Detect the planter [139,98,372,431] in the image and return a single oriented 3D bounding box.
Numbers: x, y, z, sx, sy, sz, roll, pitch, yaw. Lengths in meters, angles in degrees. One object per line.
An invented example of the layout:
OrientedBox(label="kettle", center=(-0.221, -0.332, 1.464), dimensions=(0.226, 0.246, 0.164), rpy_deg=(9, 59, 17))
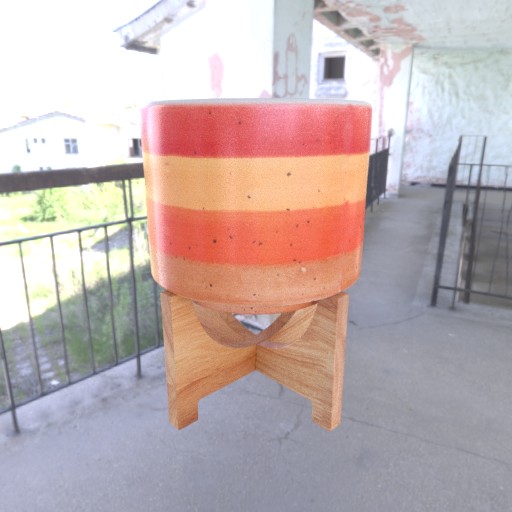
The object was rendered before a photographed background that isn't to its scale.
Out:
OrientedBox(label="planter", center=(0.000, 0.000, 0.412), dimensions=(0.199, 0.268, 0.199), rpy_deg=(0, 17, 0))
